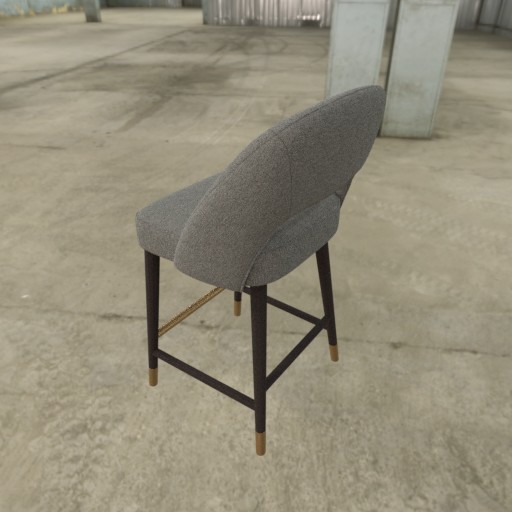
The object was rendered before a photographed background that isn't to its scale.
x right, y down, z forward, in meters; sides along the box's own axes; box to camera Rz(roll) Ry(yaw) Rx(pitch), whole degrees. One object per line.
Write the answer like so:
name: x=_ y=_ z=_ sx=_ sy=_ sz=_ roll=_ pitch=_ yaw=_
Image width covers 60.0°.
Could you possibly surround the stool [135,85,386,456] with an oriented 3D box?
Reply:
stool: x=0.000 y=0.000 z=1.223 sx=0.524 sy=0.925 sz=0.536 roll=20 pitch=36 yaw=30
